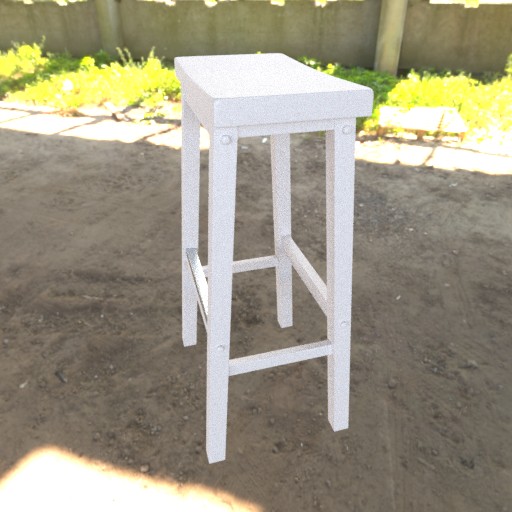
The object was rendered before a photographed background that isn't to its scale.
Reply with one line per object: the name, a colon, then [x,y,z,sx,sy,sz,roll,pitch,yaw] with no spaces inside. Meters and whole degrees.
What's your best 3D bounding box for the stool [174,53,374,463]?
stool: [0.000,0.000,0.949,0.322,0.742,0.406,-8,32,-14]
